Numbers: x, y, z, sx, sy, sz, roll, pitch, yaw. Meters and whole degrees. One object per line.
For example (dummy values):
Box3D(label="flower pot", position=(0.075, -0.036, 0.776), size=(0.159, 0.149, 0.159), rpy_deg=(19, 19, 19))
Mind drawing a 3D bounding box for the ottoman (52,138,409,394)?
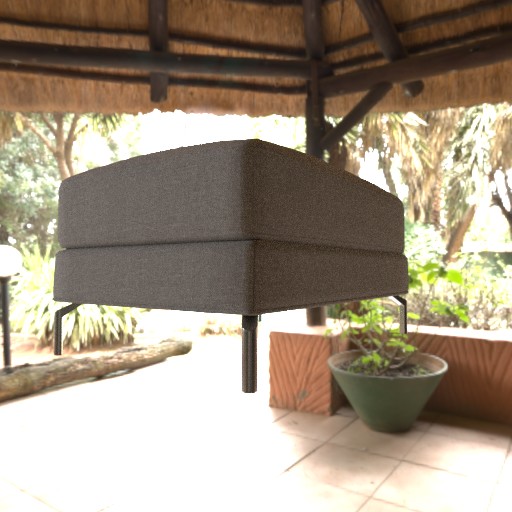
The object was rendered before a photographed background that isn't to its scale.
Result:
Box3D(label="ottoman", position=(0.000, 0.000, 1.177), size=(0.584, 0.457, 0.838), rpy_deg=(-1, -2, 35))
